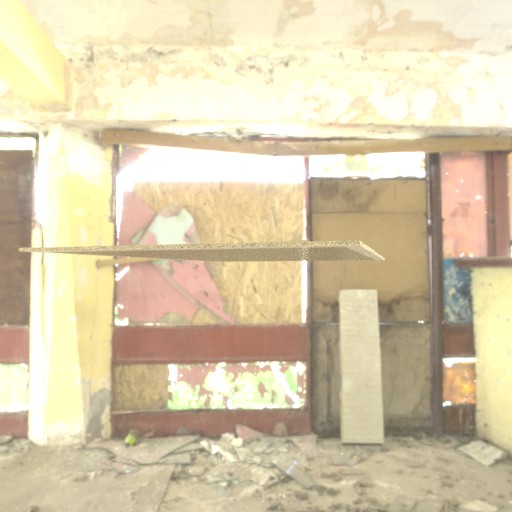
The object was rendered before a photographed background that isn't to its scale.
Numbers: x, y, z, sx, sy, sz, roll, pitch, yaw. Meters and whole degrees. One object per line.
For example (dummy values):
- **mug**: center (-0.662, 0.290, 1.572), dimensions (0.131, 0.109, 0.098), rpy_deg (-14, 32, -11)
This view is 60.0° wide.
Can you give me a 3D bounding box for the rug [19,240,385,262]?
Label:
- **rug**: center (0.000, 0.000, 2.874), dimensions (1.532, 0.018, 2.297), rpy_deg (-1, -2, 18)
